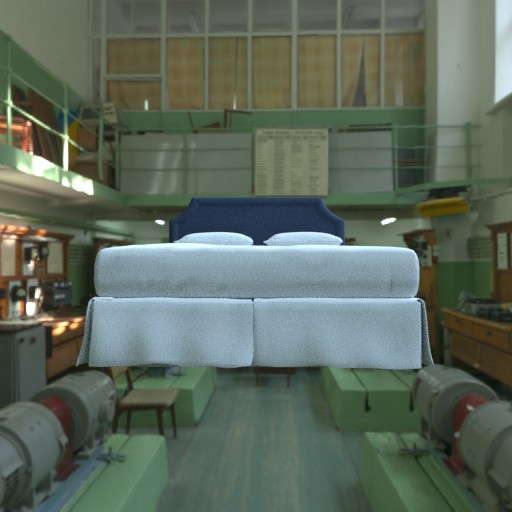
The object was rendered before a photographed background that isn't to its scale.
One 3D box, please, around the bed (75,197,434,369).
[{"bbox_3d":[0.000,0.000,4.232,2.350,1.488,2.773,0,0,0],"label":"bed"}]
